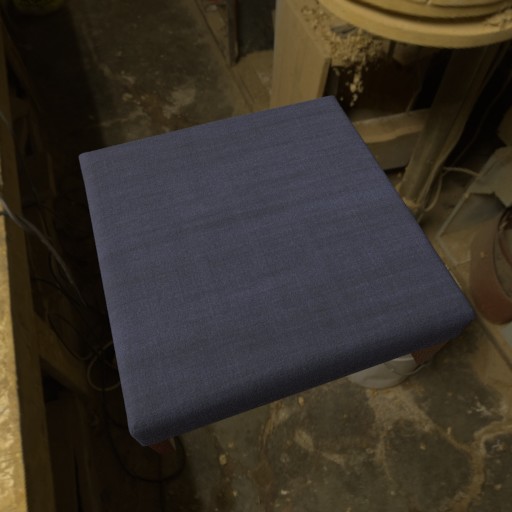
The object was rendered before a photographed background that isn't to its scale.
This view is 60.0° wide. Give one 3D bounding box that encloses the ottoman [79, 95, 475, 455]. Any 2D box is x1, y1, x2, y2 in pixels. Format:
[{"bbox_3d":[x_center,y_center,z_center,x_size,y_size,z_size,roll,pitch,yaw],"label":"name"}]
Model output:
[{"bbox_3d":[0.000,0.000,1.389,0.890,0.411,0.889,-16,60,-10],"label":"ottoman"}]
